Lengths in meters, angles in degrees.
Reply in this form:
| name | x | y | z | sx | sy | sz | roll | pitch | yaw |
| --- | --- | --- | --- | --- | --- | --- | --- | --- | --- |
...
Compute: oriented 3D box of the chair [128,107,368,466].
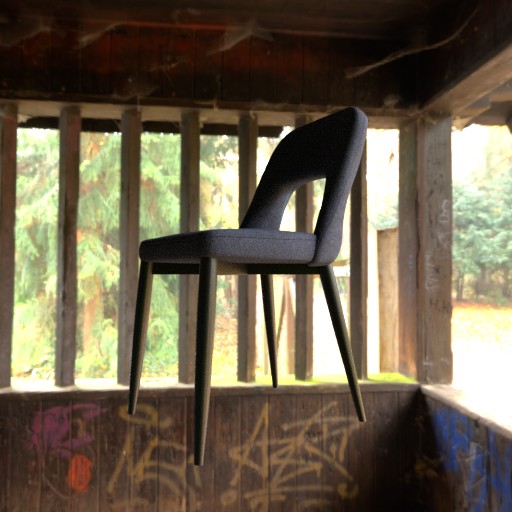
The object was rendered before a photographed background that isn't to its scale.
| name | x | y | z | sx | sy | sz | roll | pitch | yaw |
| --- | --- | --- | --- | --- | --- | --- | --- | --- | --- |
| chair | 0.000 | 0.000 | 1.301 | 0.612 | 0.931 | 0.470 | 1 | -2 | -35 |
